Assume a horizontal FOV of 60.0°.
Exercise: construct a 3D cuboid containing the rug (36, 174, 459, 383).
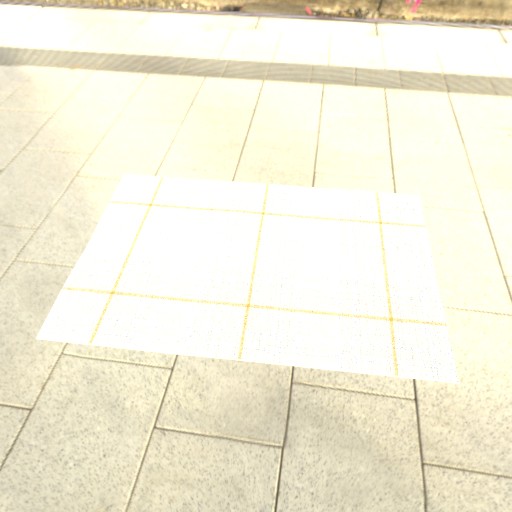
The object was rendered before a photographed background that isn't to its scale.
[{"bbox_3d":[0.000,0.000,2.310,1.825,0.015,1.232,5,47,5],"label":"rug"}]
